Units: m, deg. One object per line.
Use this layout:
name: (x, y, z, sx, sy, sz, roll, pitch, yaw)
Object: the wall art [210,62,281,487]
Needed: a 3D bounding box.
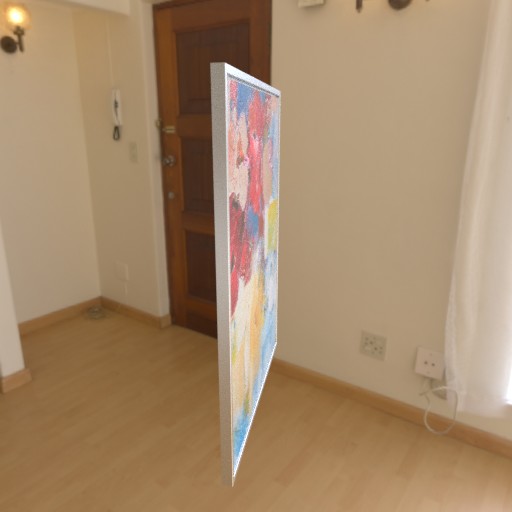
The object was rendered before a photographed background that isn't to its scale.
wall art: (0.000, 0.000, 1.421, 0.030, 1.046, 0.816, 3, 17, 10)
